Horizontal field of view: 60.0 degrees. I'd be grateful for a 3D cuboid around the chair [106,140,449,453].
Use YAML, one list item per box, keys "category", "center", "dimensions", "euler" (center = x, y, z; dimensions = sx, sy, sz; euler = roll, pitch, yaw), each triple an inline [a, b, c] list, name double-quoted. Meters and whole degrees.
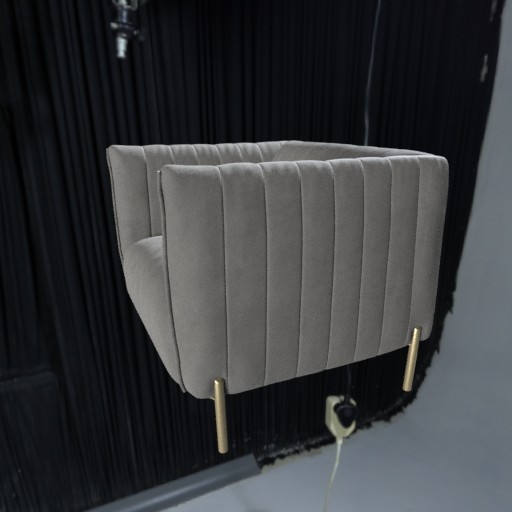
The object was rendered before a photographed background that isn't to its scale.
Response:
- category: "chair"
  center: [0.000, 0.000, 1.617]
  dimensions: [0.873, 0.779, 0.981]
  euler: [-8, 19, -24]
